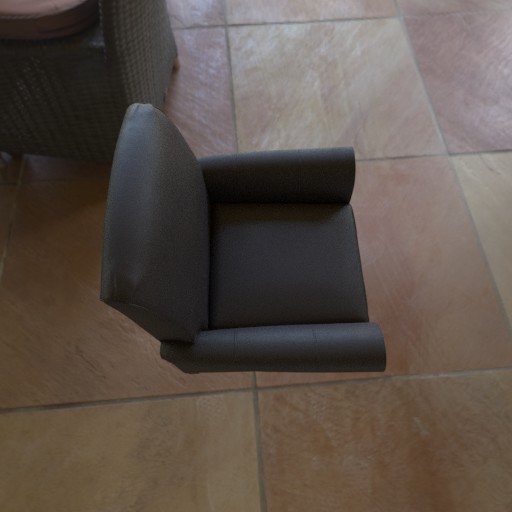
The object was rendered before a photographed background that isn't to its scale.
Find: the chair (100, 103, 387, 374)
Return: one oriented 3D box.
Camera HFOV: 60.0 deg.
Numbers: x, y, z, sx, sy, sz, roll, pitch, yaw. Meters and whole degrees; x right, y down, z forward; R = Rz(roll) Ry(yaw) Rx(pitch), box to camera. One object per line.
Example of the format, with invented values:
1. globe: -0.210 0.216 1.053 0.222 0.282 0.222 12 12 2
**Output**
1. chair: 0.000 0.000 1.803 0.902 1.061 0.978 -1 63 -1
